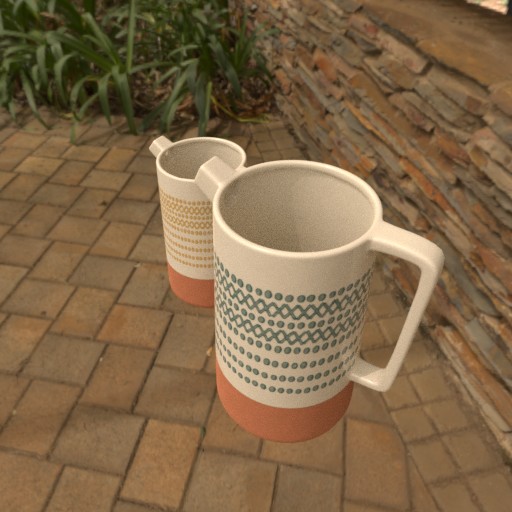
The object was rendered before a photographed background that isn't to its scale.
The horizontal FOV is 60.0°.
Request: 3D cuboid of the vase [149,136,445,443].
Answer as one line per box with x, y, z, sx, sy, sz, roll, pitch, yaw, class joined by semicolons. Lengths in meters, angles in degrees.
0.000;0.000;0.451;0.168;0.247;0.326;-12;43;-14;vase
